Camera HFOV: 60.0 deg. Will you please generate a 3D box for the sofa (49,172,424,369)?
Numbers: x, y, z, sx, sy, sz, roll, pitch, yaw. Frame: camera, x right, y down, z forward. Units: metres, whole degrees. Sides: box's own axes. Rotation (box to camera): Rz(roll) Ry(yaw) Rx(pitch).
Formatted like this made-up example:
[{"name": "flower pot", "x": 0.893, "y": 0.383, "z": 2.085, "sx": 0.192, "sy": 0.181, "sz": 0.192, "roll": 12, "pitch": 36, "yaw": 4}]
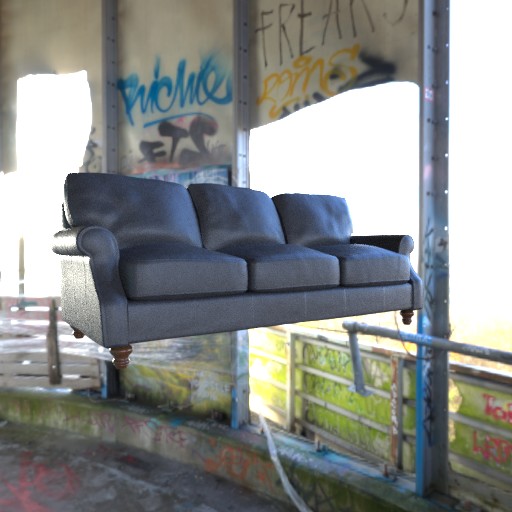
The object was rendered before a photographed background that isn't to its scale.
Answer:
[{"name": "sofa", "x": 0.000, "y": 0.000, "z": 2.878, "sx": 2.387, "sy": 0.977, "sz": 0.974, "roll": -1, "pitch": 1, "yaw": -34}]
